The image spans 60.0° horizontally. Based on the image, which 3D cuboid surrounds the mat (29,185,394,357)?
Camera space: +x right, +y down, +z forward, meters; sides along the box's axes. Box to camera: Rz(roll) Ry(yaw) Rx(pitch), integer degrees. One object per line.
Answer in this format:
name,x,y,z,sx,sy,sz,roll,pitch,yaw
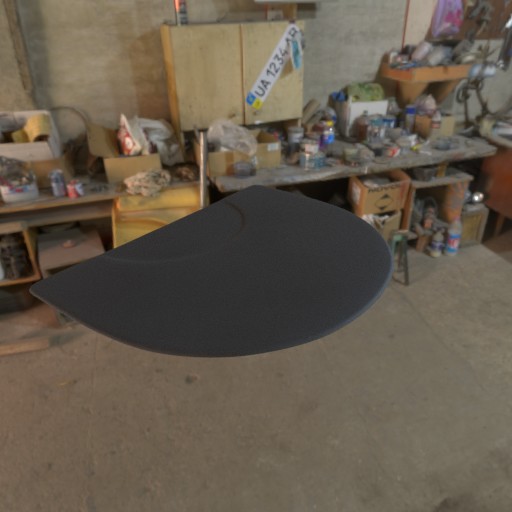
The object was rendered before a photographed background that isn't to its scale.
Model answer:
mat,0.000,0.000,1.586,0.917,0.016,1.220,20,34,32
